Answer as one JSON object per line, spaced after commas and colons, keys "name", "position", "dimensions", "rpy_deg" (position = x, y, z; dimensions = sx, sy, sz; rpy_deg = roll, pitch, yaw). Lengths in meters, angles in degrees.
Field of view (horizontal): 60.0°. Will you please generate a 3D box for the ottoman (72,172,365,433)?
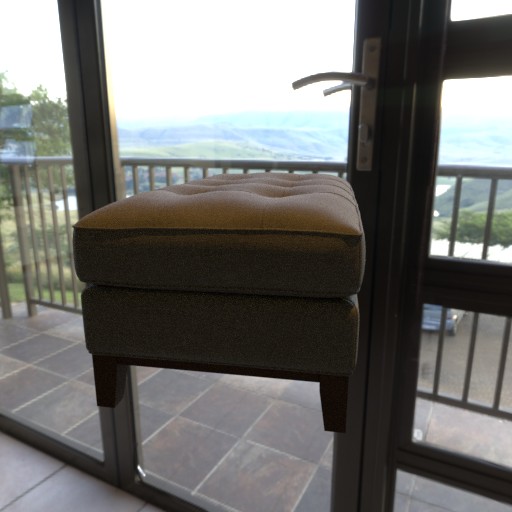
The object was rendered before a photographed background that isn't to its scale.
{"name": "ottoman", "position": [0.000, 0.000, 1.494], "dimensions": [0.648, 0.514, 1.143], "rpy_deg": [3, 14, 10]}
